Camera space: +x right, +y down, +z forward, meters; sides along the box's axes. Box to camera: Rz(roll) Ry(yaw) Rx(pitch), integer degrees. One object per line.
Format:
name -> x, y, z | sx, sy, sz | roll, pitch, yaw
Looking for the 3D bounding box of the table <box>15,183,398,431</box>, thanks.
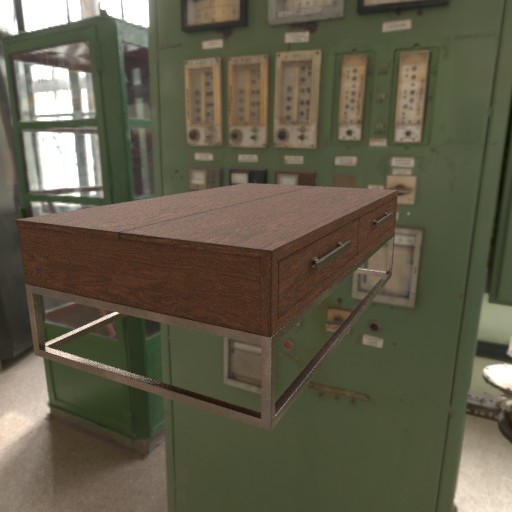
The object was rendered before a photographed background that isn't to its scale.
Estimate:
table -> 0.000, 0.000, 1.468 | 0.719, 0.361, 1.167 | 7, 16, 27
